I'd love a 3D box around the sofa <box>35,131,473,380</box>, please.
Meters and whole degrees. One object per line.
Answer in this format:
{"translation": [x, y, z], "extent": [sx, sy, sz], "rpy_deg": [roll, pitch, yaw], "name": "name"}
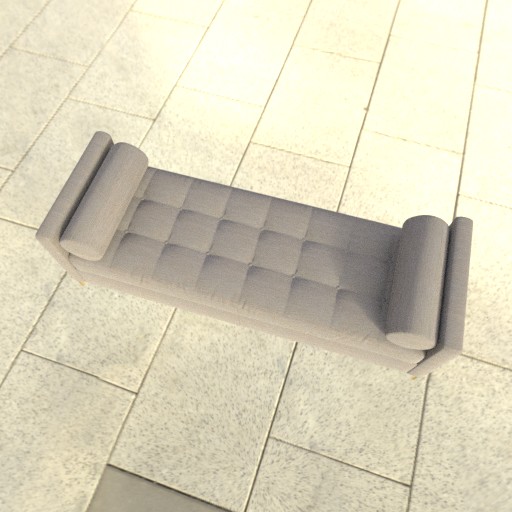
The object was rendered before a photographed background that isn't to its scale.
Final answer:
{"translation": [0.000, 0.000, 2.366], "extent": [1.981, 0.635, 0.686], "rpy_deg": [15, 65, 7], "name": "sofa"}
